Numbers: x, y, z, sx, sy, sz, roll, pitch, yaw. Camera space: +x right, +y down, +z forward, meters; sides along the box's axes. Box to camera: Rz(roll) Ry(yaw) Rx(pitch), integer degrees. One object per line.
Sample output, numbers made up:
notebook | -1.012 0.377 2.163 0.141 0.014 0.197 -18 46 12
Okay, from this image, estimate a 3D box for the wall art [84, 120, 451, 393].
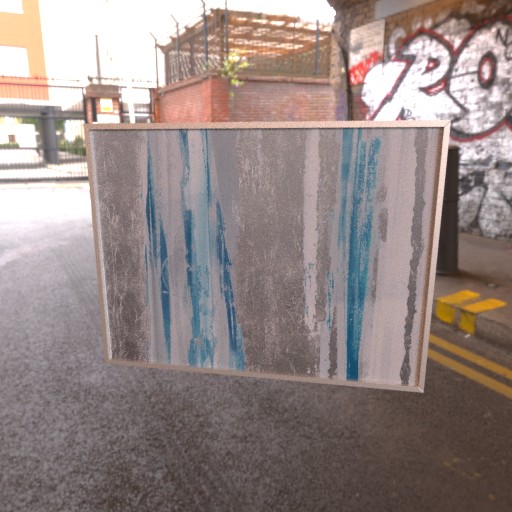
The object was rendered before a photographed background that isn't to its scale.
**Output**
wall art | 0.000 0.000 1.388 1.056 0.801 0.066 2 14 10
